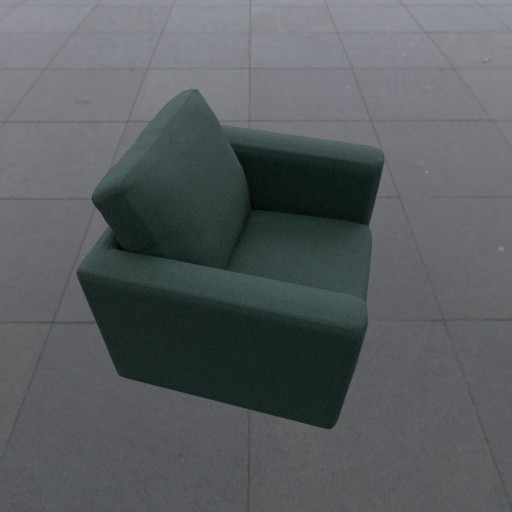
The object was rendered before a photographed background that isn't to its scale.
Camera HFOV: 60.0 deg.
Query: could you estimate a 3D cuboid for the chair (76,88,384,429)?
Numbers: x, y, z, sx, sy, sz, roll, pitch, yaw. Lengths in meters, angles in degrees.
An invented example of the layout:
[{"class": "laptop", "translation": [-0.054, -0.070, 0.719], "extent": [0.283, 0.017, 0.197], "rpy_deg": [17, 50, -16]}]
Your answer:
[{"class": "chair", "translation": [0.000, 0.000, 1.559], "extent": [0.800, 0.927, 0.855], "rpy_deg": [11, 47, 10]}]
